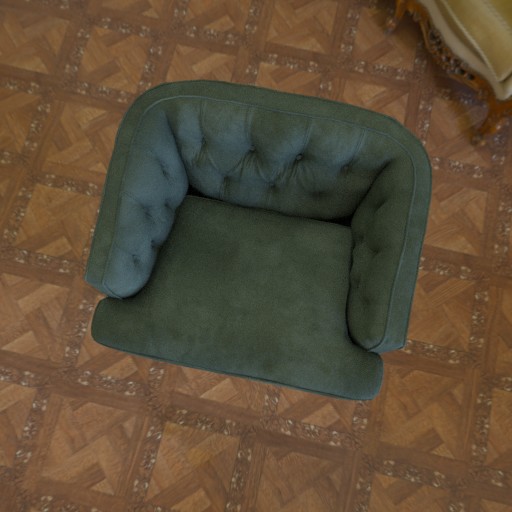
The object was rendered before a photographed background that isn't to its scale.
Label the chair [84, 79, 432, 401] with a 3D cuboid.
[{"bbox_3d":[0.000,0.000,1.753,1.104,0.852,0.941,11,76,3],"label":"chair"}]
